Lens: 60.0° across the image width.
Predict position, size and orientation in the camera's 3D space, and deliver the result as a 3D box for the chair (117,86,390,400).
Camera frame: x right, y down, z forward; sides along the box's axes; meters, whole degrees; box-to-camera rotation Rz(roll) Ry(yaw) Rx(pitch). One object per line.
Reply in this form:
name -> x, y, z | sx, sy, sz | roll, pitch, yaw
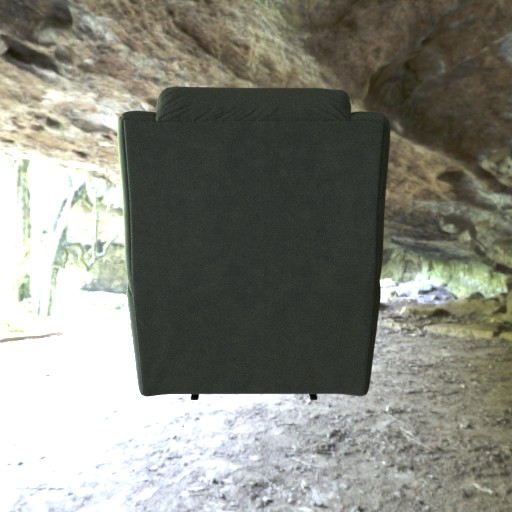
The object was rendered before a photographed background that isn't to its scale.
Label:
chair -> 0.000, 0.000, 1.907 | 0.967, 1.116, 1.068 | 0, 0, 0
